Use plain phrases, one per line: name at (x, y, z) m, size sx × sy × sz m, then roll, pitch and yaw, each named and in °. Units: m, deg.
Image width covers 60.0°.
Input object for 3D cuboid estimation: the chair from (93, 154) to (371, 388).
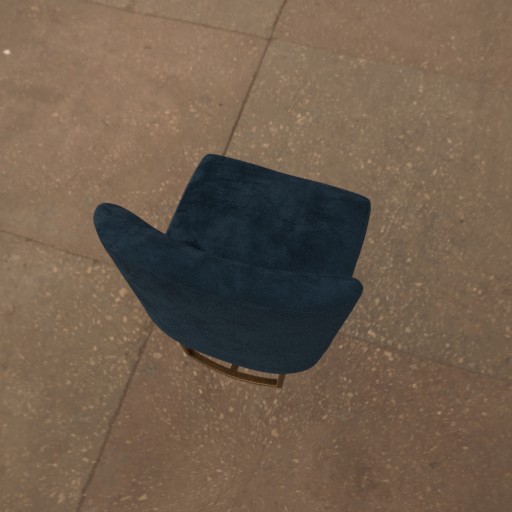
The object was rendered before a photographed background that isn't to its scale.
chair at (0.000, 0.000, 1.190) m, size 0.530 × 0.824 × 0.560 m, roll 17°, pitch 65°, yaw 8°
